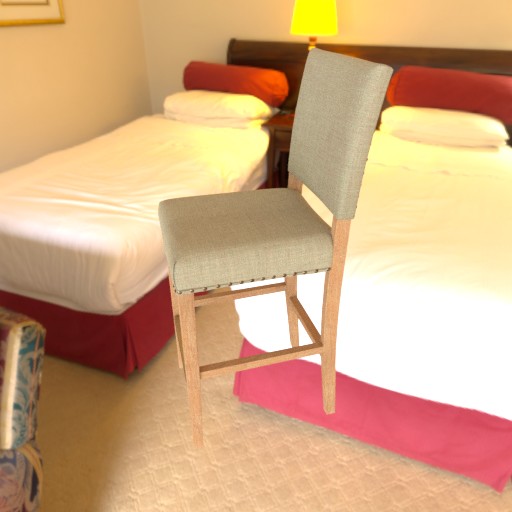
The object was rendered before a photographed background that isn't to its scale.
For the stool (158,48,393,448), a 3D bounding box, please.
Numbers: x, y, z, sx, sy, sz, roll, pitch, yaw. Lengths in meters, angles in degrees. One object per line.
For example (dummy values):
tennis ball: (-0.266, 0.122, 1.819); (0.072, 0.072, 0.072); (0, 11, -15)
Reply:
stool: (0.000, 0.000, 1.465); (0.585, 1.203, 0.445); (-8, 31, -13)
